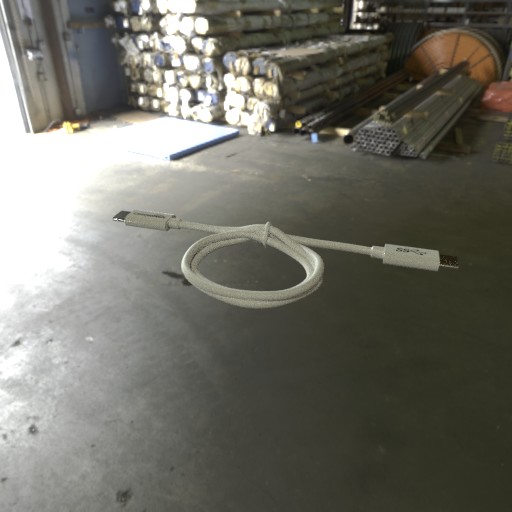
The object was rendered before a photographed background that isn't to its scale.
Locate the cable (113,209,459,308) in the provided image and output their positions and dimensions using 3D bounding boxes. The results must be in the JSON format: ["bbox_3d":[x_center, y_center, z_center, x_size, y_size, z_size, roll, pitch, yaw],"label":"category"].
[{"bbox_3d":[0.000,0.000,0.212,0.186,0.014,0.070,9,31,14],"label":"cable"}]
